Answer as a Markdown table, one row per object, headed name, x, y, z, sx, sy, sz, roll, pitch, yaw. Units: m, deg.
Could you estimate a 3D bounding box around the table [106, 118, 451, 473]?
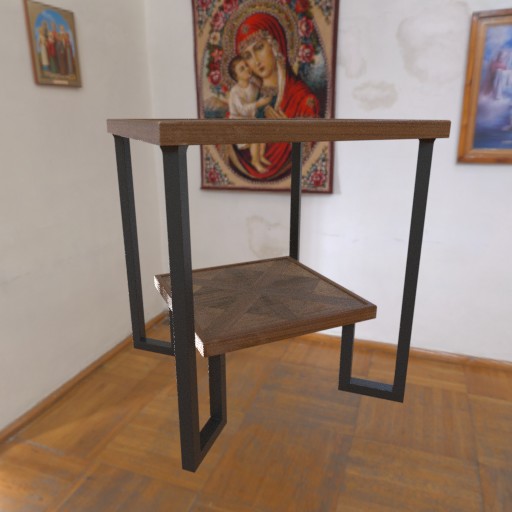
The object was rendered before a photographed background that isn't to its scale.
| name | x | y | z | sx | sy | sz | roll | pitch | yaw |
| --- | --- | --- | --- | --- | --- | --- | --- | --- | --- |
| table | 0.000 | 0.000 | 0.956 | 0.503 | 0.563 | 0.503 | -8 | 19 | -24 |
